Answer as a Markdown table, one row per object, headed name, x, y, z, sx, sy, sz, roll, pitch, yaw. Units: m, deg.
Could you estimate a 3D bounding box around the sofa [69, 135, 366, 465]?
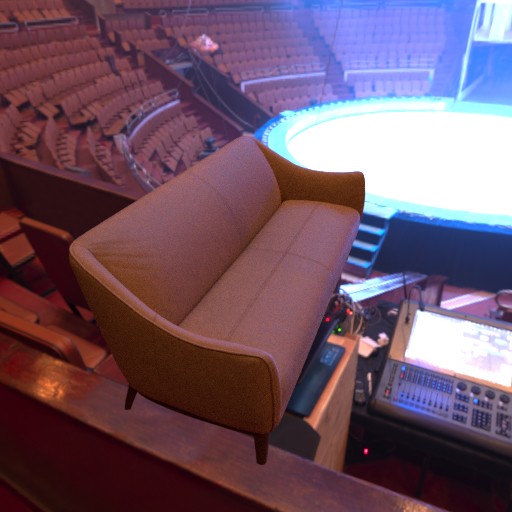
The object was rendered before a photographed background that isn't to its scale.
| name | x | y | z | sx | sy | sz | roll | pitch | yaw |
| --- | --- | --- | --- | --- | --- | --- | --- | --- | --- |
| sofa | 0.000 | 0.000 | 2.373 | 0.869 | 0.830 | 1.928 | 11 | 31 | 18 |
